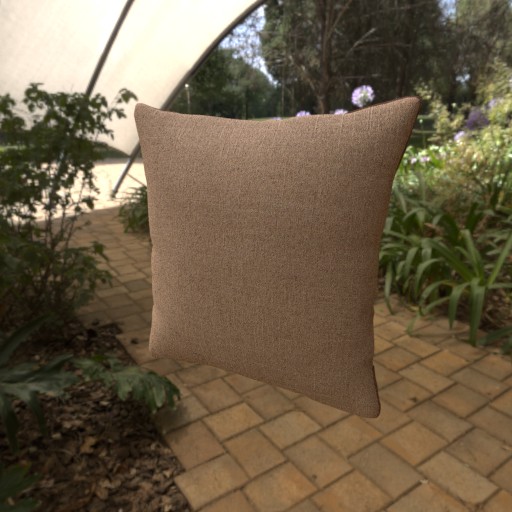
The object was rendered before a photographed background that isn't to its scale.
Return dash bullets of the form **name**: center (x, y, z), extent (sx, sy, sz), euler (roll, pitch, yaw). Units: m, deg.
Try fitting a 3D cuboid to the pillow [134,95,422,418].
- **pillow**: center (0.000, 0.000, 0.673), extent (0.437, 0.448, 0.147), euler (8, 18, 26)
